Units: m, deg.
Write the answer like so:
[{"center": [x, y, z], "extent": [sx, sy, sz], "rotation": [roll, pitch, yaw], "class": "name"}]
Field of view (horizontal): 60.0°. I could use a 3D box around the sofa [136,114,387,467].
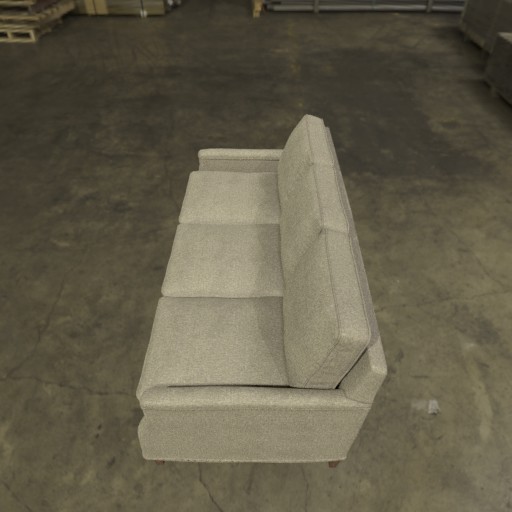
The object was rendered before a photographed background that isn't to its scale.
[{"center": [0.000, 0.000, 2.760], "extent": [1.084, 1.003, 2.246], "rotation": [1, 41, 1], "class": "sofa"}]
